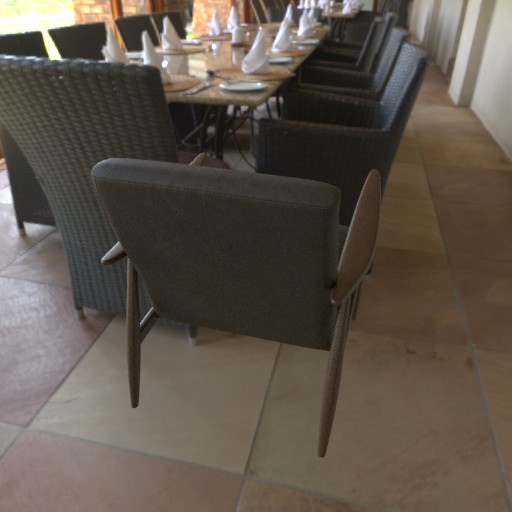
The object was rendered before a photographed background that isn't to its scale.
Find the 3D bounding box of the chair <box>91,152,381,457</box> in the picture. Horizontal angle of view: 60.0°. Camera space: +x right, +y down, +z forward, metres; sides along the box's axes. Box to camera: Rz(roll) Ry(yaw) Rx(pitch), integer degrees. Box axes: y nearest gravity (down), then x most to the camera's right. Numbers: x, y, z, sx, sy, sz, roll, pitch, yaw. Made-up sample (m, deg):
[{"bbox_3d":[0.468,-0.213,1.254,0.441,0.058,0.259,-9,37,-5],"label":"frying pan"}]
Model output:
[{"bbox_3d":[0.000,0.000,1.443,0.741,0.831,0.798,9,32,14],"label":"chair"}]
